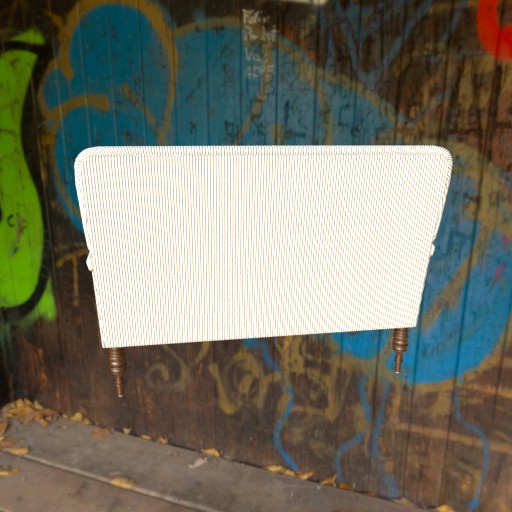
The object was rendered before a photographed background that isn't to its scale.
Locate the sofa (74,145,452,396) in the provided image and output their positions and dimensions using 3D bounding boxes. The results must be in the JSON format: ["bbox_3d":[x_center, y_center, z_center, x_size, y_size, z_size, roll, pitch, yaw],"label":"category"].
[{"bbox_3d":[0.000,0.000,1.820,1.297,0.889,0.779,-2,15,-9],"label":"sofa"}]
